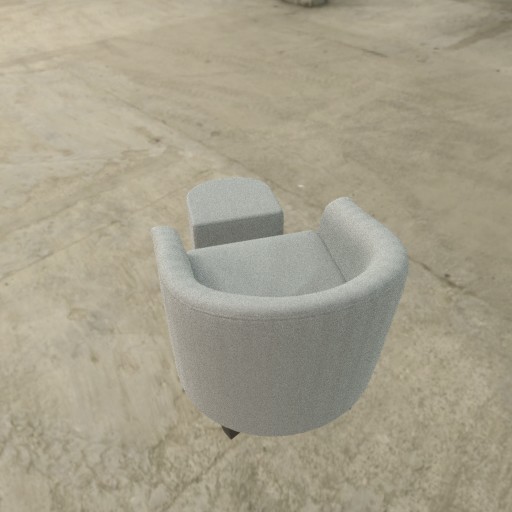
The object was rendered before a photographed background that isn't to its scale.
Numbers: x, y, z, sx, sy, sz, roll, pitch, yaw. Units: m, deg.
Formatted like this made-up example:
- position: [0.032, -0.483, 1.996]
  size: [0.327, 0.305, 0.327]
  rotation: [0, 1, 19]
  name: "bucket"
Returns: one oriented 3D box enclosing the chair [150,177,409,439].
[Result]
- position: [0.000, 0.000, 1.725]
  size: [0.756, 0.757, 1.288]
  rotation: [-10, 41, -11]
  name: "chair"
